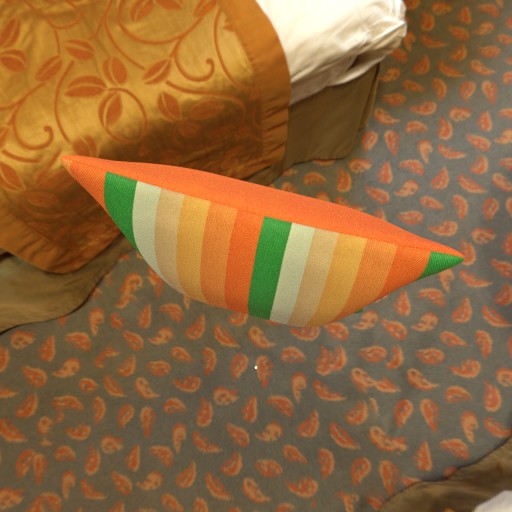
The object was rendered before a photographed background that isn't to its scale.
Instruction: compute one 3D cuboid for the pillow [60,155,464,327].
[{"bbox_3d":[0.000,0.000,0.692,0.453,0.444,0.169,14,76,4],"label":"pillow"}]
